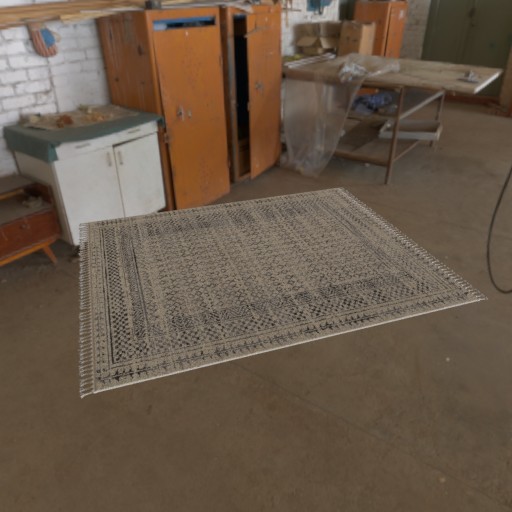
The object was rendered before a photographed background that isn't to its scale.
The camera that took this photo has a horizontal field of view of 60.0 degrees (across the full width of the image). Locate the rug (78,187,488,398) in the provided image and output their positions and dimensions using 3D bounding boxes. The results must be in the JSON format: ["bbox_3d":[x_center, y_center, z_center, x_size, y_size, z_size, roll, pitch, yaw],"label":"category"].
[{"bbox_3d":[0.000,0.000,3.863,2.940,0.013,2.312,-10,33,-16],"label":"rug"}]
